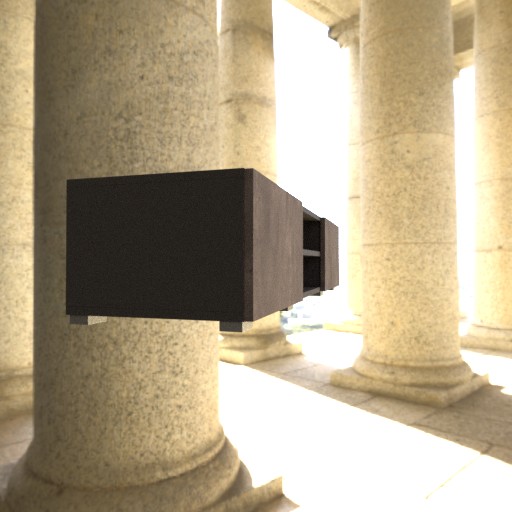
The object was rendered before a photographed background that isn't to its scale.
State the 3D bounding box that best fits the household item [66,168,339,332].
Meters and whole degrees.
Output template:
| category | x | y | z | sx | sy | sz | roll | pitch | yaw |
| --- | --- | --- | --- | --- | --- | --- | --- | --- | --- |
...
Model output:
| category | x | y | z | sx | sy | sz | roll | pitch | yaw |
| --- | --- | --- | --- | --- | --- | --- | --- | --- | --- |
| household item | 0.000 | 0.000 | 1.555 | 0.420 | 0.310 | 1.400 | 0 | -1 | 17 |
